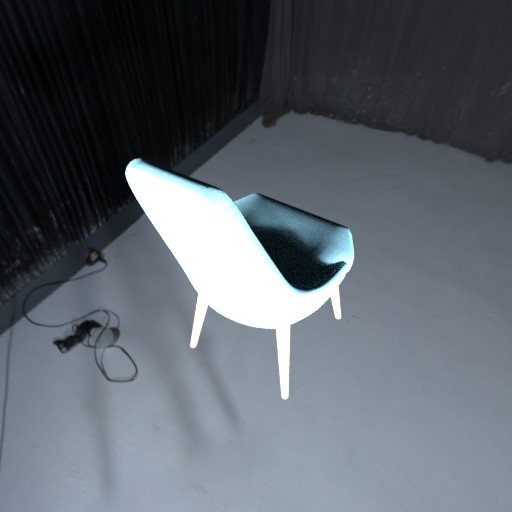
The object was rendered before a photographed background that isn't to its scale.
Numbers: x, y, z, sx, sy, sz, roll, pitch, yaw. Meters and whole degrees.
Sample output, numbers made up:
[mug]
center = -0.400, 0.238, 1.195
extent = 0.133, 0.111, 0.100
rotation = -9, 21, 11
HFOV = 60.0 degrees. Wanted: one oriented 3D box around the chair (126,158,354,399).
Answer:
[chair]
center = 0.000, 0.000, 1.404
extent = 0.510, 1.040, 0.660
rotation = 24, 52, 20
